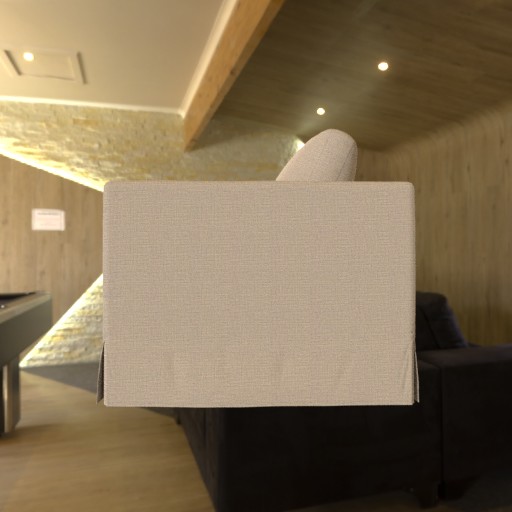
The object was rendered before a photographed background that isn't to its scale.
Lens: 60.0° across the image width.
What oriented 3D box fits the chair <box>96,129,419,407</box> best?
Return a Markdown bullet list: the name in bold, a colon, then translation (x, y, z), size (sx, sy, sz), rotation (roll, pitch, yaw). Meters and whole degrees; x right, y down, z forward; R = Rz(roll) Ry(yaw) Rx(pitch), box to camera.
- **chair**: translation (0.000, 0.000, 1.853), size (0.957, 0.878, 1.150), rotation (0, 0, -1)
